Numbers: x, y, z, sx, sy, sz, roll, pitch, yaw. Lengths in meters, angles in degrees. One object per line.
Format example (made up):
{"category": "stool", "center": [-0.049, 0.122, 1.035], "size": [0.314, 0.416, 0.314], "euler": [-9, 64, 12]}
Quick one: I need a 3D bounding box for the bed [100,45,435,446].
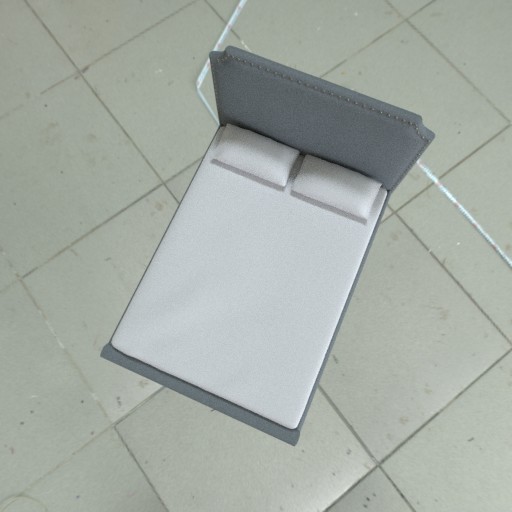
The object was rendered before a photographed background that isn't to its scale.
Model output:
{"category": "bed", "center": [0.000, 0.000, 3.441], "size": [1.712, 1.443, 2.372], "euler": [23, 76, 6]}
